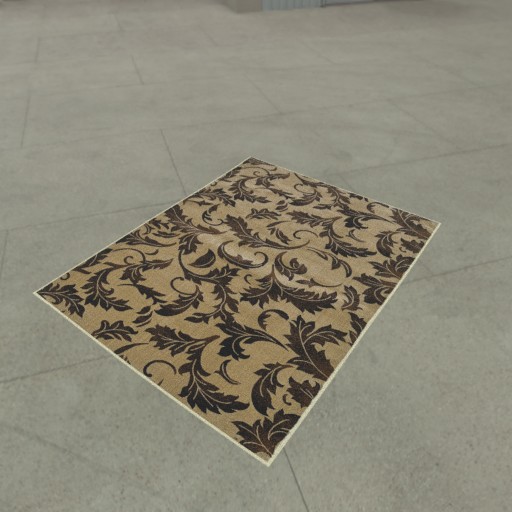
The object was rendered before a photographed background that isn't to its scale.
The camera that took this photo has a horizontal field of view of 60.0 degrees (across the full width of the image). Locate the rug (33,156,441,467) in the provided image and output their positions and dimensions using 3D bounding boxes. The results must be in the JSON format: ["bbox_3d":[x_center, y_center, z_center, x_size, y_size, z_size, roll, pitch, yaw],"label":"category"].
[{"bbox_3d":[0.000,0.000,3.993,2.380,0.008,2.977,25,46,27],"label":"rug"}]
